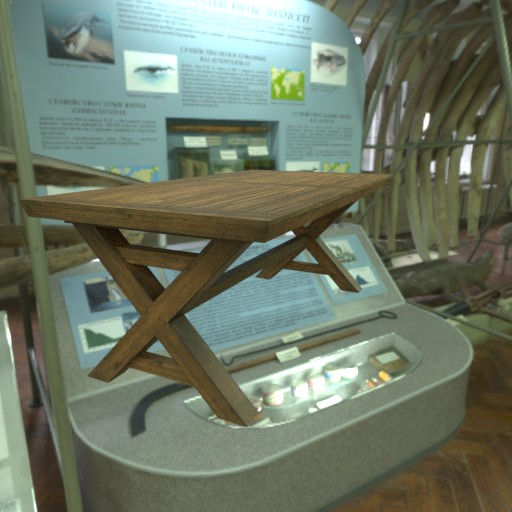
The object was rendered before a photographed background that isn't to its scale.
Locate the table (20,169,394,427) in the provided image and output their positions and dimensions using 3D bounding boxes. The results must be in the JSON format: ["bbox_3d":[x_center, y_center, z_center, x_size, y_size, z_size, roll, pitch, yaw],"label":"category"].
[{"bbox_3d":[0.000,0.000,2.444,1.071,0.793,1.966,7,16,26],"label":"table"}]
